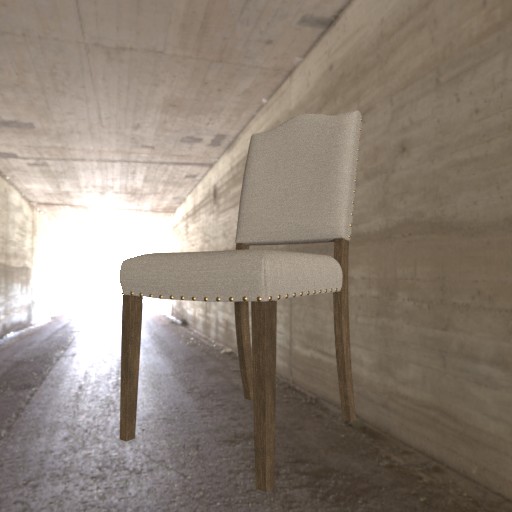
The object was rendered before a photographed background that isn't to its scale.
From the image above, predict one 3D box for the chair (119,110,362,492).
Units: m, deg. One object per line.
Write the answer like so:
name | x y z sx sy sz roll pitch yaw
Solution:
chair | 0.000 0.000 1.334 0.508 1.020 0.620 -1 -2 36
